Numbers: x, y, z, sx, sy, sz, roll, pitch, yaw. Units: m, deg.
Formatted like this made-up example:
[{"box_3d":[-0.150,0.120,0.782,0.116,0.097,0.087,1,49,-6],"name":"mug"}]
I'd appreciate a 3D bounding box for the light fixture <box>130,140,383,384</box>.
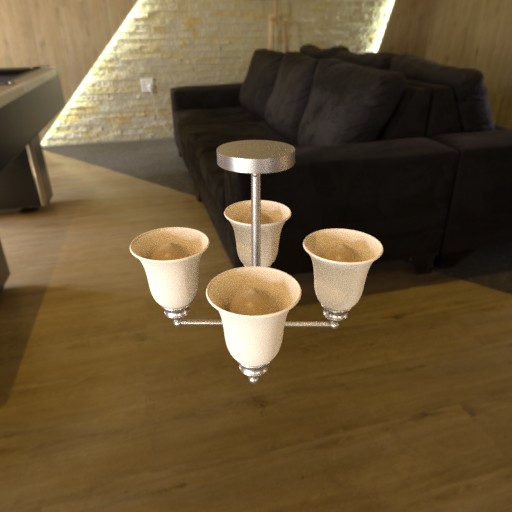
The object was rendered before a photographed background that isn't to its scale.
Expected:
[{"box_3d":[0.000,0.000,0.764,0.427,0.370,0.427,1,27,1],"name":"light fixture"}]
